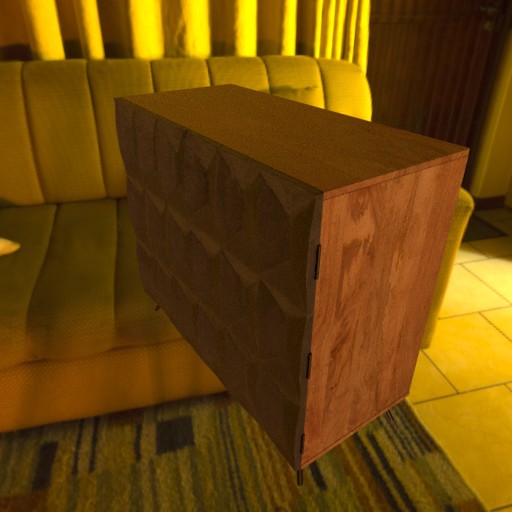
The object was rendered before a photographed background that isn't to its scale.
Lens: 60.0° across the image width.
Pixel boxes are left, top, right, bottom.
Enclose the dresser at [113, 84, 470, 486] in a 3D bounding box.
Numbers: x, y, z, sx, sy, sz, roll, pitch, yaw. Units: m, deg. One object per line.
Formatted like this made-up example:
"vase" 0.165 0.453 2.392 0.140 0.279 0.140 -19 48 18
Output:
"dresser" 0.000 0.000 1.388 0.446 0.847 0.967 -20 36 -30
